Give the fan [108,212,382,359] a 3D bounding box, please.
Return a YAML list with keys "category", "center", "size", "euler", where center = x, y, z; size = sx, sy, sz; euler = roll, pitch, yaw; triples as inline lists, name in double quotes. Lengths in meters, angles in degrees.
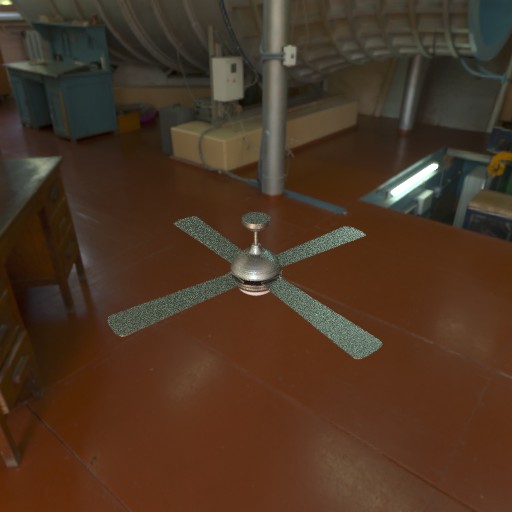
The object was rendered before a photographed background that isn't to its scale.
- category: "fan"
  center: [0.000, 0.000, 2.015]
  size: [1.321, 0.381, 1.321]
  euler: [-8, 31, -14]
